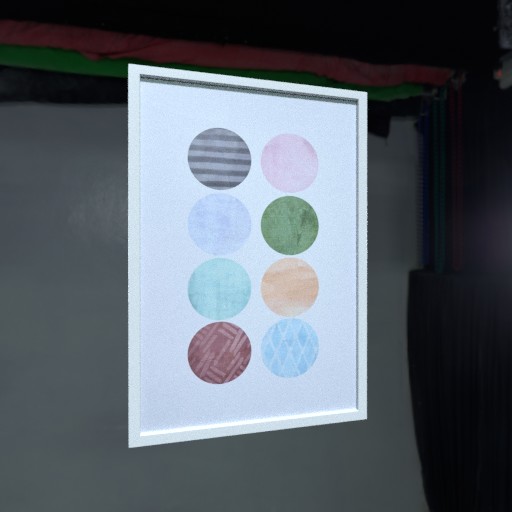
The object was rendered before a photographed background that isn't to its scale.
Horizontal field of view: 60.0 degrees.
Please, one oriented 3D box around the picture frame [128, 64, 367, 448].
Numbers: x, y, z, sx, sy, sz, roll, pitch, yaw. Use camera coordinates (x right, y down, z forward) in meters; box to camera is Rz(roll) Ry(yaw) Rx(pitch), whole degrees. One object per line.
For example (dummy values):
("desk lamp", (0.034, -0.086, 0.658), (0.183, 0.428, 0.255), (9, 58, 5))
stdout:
("picture frame", (0.000, 0.000, 0.551), (0.305, 0.434, 0.013), (0, 0, -17))
